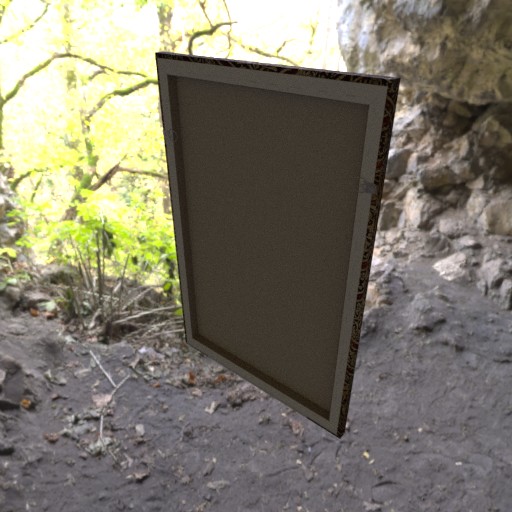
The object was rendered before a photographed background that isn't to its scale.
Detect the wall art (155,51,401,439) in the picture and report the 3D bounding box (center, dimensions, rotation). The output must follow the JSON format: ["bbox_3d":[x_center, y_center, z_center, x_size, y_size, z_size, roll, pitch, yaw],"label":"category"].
[{"bbox_3d":[0.000,0.000,0.744,0.397,0.599,0.020,23,38,33],"label":"wall art"}]
